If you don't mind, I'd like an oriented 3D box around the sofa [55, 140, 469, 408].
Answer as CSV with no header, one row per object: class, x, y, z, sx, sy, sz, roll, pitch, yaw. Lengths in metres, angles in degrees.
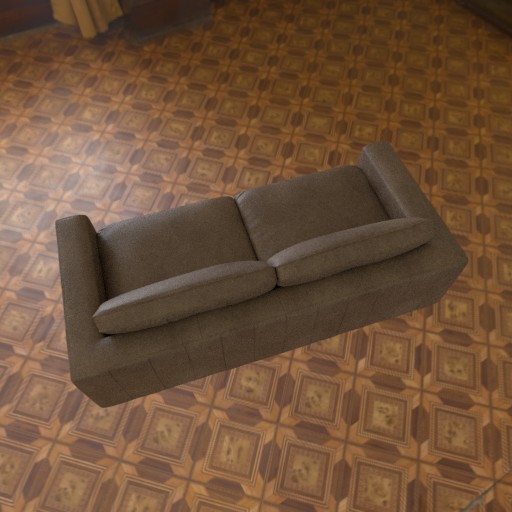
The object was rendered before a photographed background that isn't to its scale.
sofa,0.000,0.000,2.755,2.262,0.801,1.070,-15,59,-9
